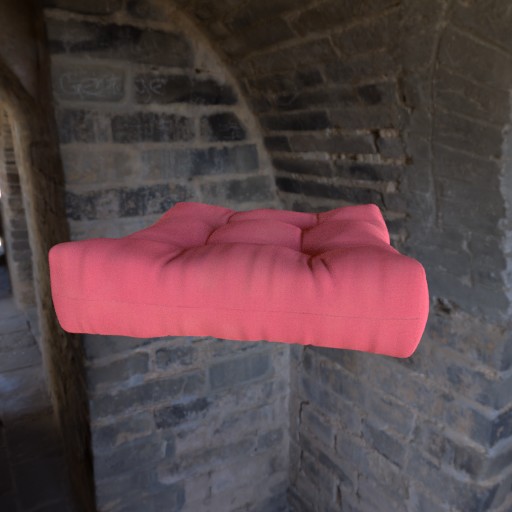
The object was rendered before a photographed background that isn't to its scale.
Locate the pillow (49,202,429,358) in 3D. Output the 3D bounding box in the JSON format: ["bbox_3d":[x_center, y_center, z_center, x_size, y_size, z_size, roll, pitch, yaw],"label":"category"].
[{"bbox_3d":[0.000,0.000,0.741,0.468,0.128,0.490,2,14,9],"label":"pillow"}]
